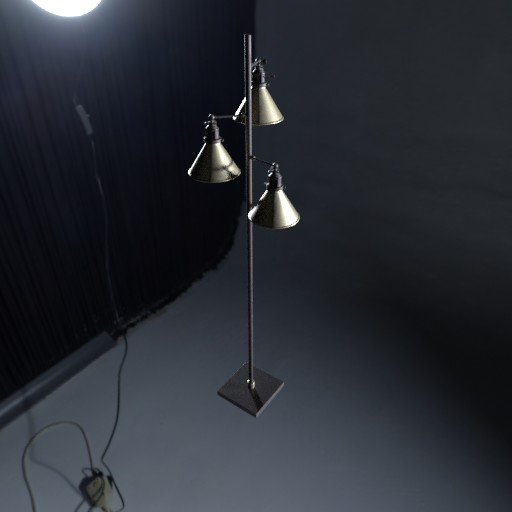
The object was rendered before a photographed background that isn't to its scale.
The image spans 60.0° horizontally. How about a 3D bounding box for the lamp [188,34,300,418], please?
[{"bbox_3d":[0.000,0.000,1.907,0.415,1.716,0.428,21,38,29],"label":"lamp"}]
